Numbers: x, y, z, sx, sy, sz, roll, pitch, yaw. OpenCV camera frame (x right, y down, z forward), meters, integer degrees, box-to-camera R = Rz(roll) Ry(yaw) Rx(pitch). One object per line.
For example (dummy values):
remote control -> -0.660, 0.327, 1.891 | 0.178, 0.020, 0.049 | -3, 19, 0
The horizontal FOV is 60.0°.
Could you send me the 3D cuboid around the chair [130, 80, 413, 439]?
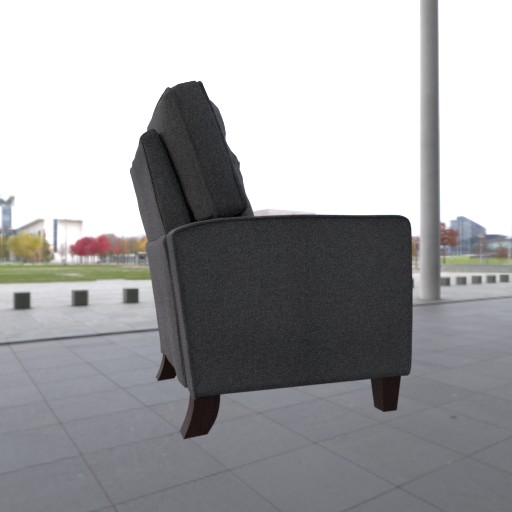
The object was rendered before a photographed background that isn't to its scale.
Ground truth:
chair -> 0.000, 0.000, 1.443 | 0.775, 0.889, 0.650 | 0, 0, -19
